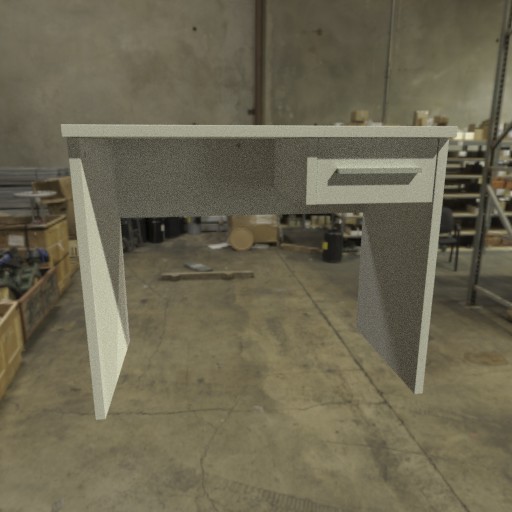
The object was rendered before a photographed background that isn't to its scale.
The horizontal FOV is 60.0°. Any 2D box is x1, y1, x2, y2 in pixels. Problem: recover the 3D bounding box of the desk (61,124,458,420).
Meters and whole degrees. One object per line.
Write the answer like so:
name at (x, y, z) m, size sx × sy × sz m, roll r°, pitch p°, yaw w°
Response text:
desk at (0.000, 0.000, 1.322) m, size 0.900 × 0.729 × 0.498 m, roll -2°, pitch 15°, yaw -8°
